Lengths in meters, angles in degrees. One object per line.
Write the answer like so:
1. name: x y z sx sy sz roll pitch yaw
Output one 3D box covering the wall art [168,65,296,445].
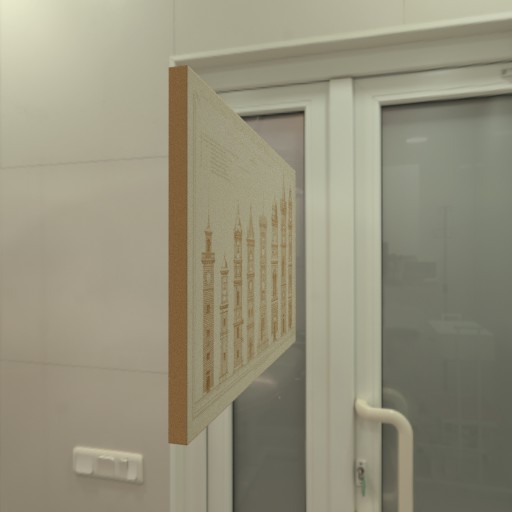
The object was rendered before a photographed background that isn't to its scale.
1. wall art: 0.000 0.000 1.153 0.033 0.608 0.915 0 0 16
